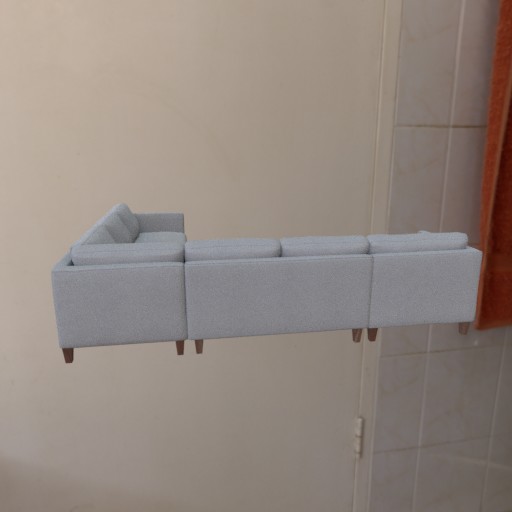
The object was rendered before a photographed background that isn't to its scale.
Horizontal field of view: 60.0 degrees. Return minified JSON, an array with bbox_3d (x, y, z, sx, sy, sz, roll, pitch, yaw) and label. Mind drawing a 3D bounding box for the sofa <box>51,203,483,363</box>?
[{"bbox_3d":[0.000,0.000,4.469,3.238,0.853,2.551,-2,14,-9],"label":"sofa"}]
